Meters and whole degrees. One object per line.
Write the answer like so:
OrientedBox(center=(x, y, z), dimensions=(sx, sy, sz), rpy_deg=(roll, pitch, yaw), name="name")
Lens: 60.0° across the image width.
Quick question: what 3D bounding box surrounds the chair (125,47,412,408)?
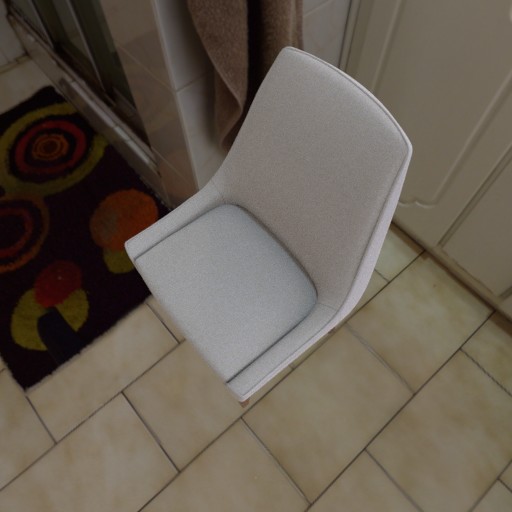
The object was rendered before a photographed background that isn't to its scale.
OrientedBox(center=(0.000, 0.000, 1.176), dimensions=(0.544, 0.861, 0.529), rpy_deg=(-36, 69, -16), name="chair")
